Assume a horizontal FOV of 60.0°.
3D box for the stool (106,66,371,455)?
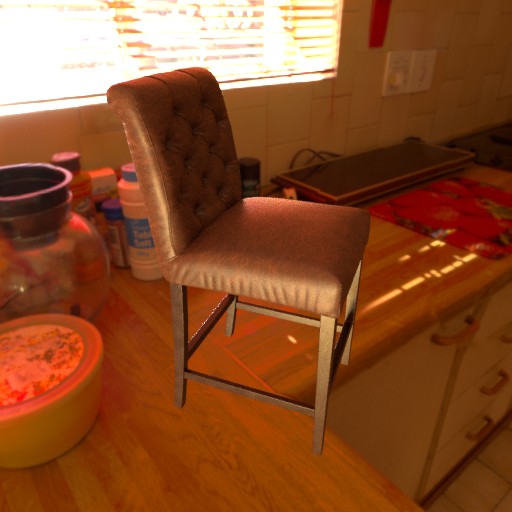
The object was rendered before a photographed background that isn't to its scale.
[{"bbox_3d":[0.000,0.000,1.436,0.660,1.084,0.486,11,31,19],"label":"stool"}]
